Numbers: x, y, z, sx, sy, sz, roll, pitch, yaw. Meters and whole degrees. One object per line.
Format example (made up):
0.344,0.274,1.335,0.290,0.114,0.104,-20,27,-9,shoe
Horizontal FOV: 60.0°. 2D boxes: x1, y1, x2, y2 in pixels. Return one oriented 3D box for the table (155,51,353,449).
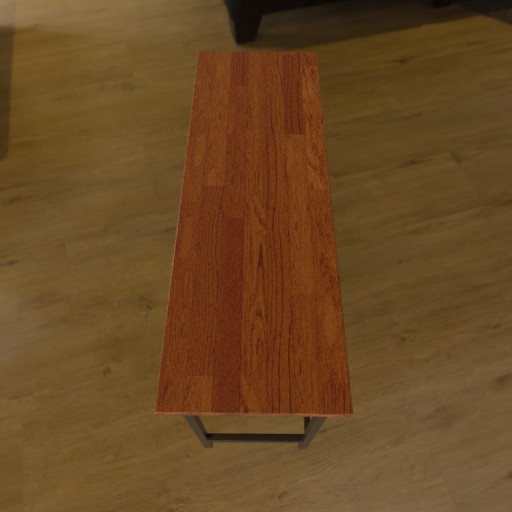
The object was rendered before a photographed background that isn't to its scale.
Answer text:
0.000,0.000,1.534,0.408,0.740,1.204,0,59,0,table
